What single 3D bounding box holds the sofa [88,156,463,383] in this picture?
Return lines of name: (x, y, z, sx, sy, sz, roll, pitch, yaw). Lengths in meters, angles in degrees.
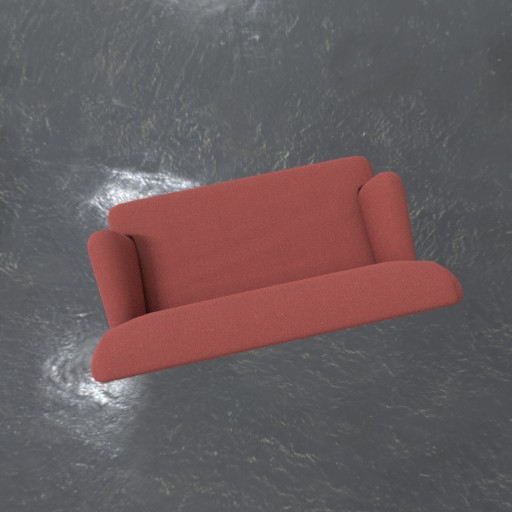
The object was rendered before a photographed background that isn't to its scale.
sofa: (0.000, 0.000, 1.849, 1.297, 0.889, 0.779, -12, 76, -3)
